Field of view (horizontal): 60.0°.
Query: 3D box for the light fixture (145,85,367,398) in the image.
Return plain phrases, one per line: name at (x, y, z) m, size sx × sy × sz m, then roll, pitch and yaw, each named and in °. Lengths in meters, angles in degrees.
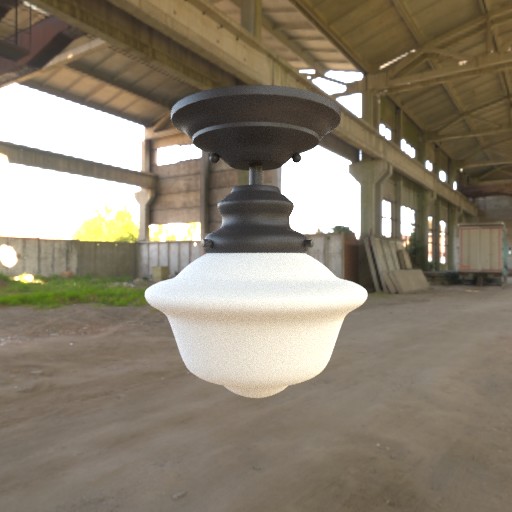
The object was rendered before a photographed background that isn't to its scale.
light fixture at (0.000, 0.000, 0.404) m, size 0.197 × 0.254 × 0.197 m, roll 0°, pitch 0°, yaw 0°
